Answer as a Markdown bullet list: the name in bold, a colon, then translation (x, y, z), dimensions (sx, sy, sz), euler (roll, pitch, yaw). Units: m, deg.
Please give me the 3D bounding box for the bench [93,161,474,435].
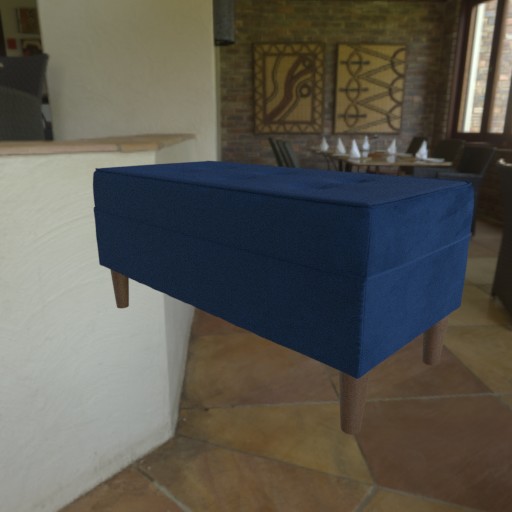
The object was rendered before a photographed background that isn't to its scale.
- **bench**: translation (0.000, 0.000, 1.273), dimensions (1.010, 0.467, 0.489), euler (15, 22, 43)
